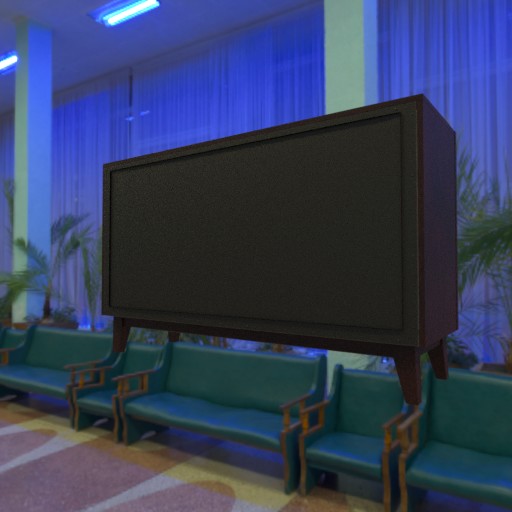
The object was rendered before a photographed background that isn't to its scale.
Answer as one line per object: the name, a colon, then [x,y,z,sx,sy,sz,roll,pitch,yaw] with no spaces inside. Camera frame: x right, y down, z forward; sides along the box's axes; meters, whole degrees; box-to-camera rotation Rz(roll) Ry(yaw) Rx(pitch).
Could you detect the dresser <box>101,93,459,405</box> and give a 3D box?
dresser: [0.000,0.000,2.021,1.609,0.971,0.499,-1,-2,35]
